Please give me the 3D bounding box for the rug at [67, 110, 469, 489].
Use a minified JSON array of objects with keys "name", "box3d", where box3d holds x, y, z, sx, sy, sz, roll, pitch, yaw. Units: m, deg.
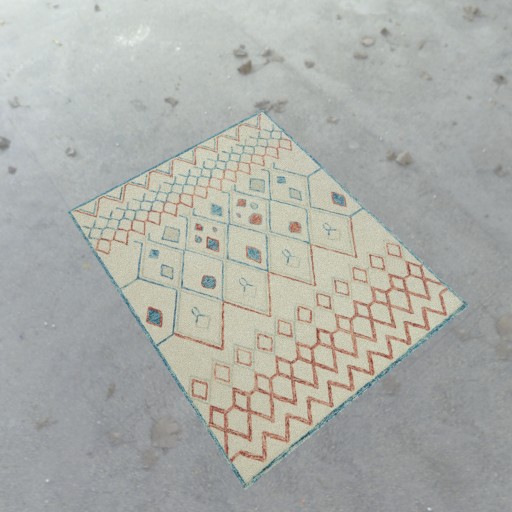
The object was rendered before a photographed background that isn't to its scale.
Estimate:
[{"name":"rug","box3d":[0.000,0.000,4.172,2.441,0.016,3.050,-33,65,-17]}]
